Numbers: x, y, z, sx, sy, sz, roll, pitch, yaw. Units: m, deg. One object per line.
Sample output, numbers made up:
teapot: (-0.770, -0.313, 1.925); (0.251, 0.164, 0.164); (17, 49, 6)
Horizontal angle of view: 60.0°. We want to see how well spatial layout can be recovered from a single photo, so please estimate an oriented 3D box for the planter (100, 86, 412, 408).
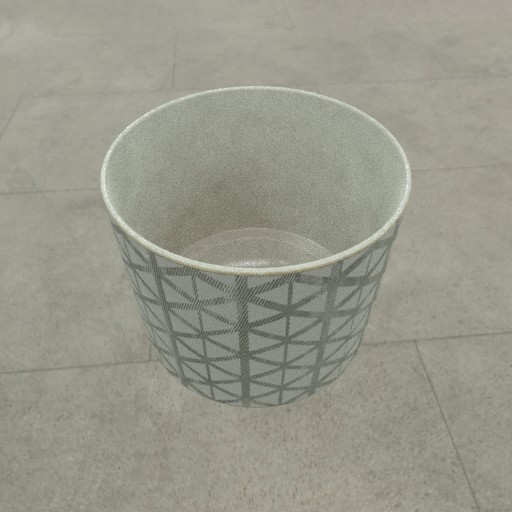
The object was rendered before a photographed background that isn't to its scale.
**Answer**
planter: (0.000, 0.000, 0.452); (0.250, 0.239, 0.250); (0, 47, 0)
